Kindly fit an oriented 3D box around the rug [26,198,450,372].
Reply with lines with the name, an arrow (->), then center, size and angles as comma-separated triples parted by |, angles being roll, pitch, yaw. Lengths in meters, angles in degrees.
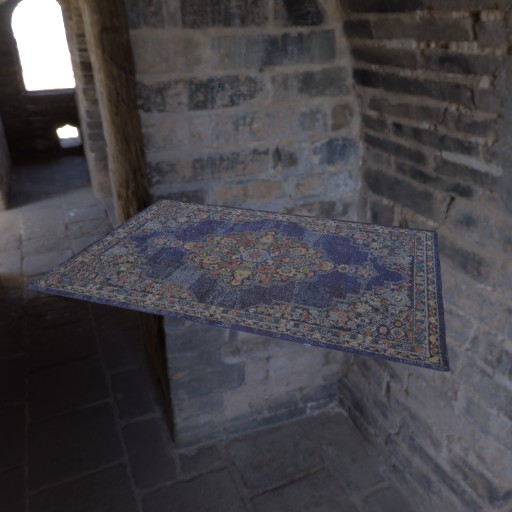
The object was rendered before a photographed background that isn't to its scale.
rug -> 0.000, 0.000, 3.731 | 2.940, 0.011, 2.053 | 8, 28, 16
